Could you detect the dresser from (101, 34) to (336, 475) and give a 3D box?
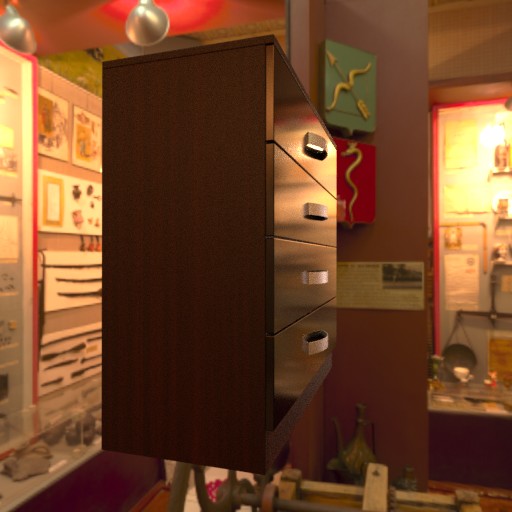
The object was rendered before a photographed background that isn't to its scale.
[{"bbox_3d":[0.000,0.000,1.123,0.360,0.720,0.750,0,0,18],"label":"dresser"}]
